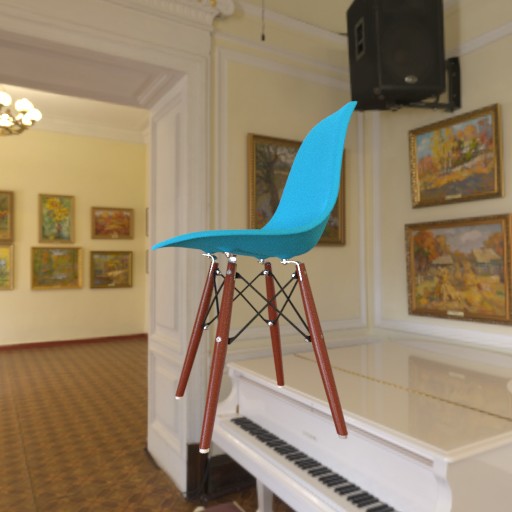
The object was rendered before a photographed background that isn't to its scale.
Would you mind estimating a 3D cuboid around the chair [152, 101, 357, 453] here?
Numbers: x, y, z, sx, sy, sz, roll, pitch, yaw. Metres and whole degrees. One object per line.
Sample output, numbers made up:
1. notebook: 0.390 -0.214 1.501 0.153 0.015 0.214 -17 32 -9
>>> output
1. chair: 0.000 0.000 1.169 0.533 0.826 0.470 0 -1 -18
